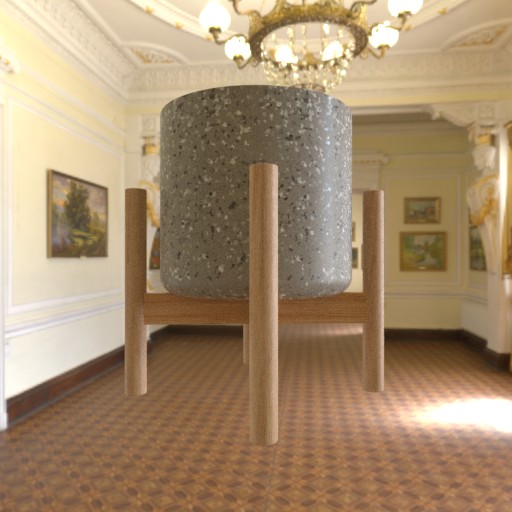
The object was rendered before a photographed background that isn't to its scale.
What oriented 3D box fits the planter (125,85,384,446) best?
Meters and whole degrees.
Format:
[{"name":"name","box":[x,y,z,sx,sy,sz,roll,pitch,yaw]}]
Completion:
[{"name":"planter","box":[0.000,0.000,0.525,0.284,0.320,0.284,0,0,20]}]
